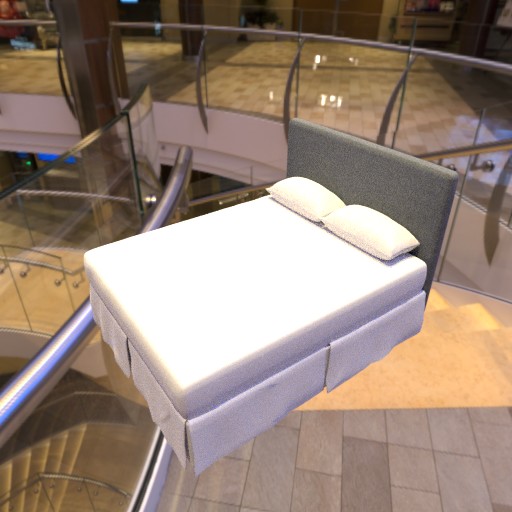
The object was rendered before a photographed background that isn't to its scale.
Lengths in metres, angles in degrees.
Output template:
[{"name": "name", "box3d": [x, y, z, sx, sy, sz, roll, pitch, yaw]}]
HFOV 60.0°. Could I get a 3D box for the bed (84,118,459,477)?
[{"name": "bed", "box3d": [0.000, 0.000, 3.217, 2.142, 1.330, 1.723, -21, 38, -30]}]
